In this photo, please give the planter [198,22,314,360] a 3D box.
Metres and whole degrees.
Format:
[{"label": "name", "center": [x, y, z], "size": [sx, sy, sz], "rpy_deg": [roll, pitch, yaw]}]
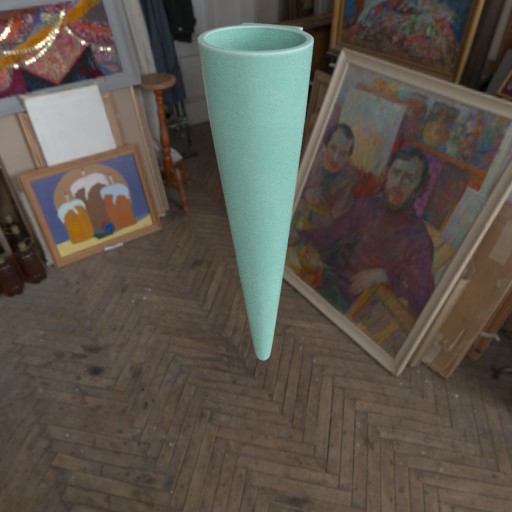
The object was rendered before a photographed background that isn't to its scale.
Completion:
[{"label": "planter", "center": [0.000, 0.000, 0.293], "size": [0.054, 0.268, 0.055], "rpy_deg": [12, 41, 14]}]
